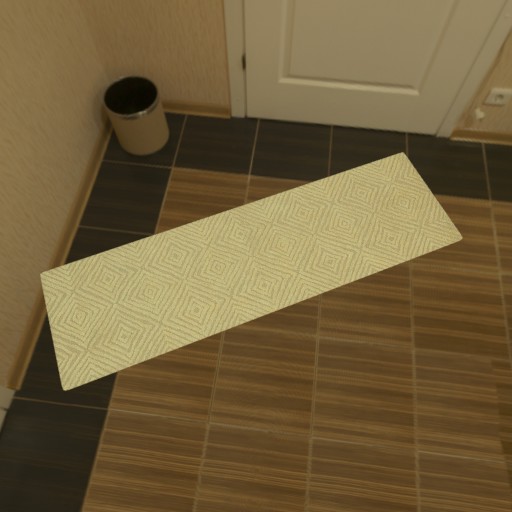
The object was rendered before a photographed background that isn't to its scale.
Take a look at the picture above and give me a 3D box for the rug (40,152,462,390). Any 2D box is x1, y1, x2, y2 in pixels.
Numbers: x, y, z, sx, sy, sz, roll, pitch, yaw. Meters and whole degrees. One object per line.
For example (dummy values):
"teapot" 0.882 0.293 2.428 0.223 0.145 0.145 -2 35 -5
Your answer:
"rug" 0.000 0.000 2.476 2.277 0.008 0.676 -20 65 -10
